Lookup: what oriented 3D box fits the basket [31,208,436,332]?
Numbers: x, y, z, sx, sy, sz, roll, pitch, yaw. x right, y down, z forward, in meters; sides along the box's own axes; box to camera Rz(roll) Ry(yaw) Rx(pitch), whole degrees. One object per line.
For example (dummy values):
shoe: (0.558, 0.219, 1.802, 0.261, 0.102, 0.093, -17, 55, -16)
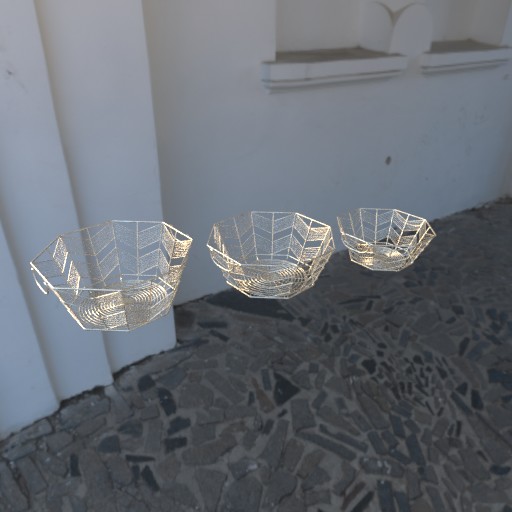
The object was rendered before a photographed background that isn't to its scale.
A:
basket: (0.000, 0.000, 1.377, 1.246, 0.178, 0.432, -9, 30, -16)
